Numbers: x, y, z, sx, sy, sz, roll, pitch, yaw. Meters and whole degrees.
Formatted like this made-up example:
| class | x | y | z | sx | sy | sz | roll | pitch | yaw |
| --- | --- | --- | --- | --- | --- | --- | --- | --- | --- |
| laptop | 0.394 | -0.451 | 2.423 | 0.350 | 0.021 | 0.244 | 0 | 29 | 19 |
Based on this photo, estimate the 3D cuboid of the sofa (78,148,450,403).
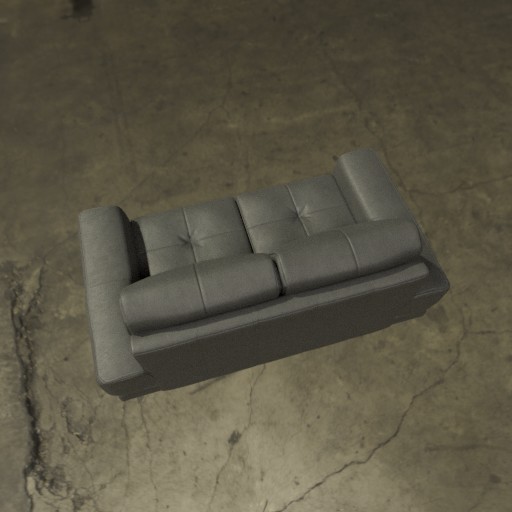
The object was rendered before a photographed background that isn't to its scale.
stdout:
| class | x | y | z | sx | sy | sz | roll | pitch | yaw |
| --- | --- | --- | --- | --- | --- | --- | --- | --- | --- |
| sofa | 0.000 | 0.000 | 2.402 | 1.806 | 0.907 | 1.018 | -14 | 60 | -8 |
